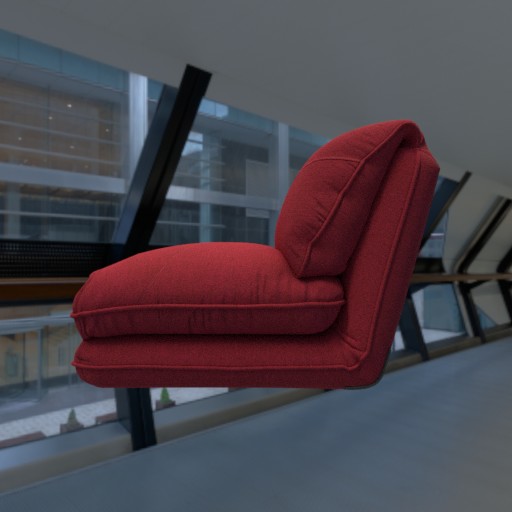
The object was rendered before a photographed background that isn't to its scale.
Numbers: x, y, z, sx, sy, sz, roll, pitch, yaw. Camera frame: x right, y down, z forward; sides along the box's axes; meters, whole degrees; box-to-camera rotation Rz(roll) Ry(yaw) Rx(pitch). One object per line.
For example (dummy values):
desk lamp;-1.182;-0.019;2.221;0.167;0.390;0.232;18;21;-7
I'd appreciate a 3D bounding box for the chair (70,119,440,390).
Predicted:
chair;0.000;0.000;1.293;0.780;0.580;0.820;0;-1;1
